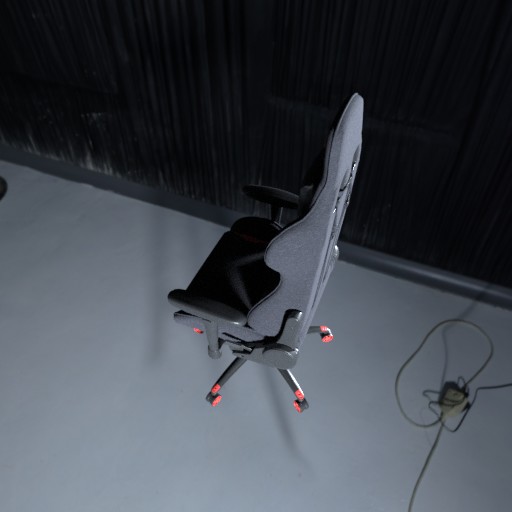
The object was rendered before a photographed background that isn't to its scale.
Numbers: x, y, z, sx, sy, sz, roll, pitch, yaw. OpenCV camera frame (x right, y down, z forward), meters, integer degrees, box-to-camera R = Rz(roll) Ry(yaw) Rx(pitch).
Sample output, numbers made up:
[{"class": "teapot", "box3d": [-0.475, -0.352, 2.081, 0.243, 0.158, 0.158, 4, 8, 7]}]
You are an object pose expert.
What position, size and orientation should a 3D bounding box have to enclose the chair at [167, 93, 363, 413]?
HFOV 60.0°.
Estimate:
[{"class": "chair", "box3d": [0.000, 0.000, 1.674, 0.658, 1.326, 0.695, 17, 49, 15]}]
